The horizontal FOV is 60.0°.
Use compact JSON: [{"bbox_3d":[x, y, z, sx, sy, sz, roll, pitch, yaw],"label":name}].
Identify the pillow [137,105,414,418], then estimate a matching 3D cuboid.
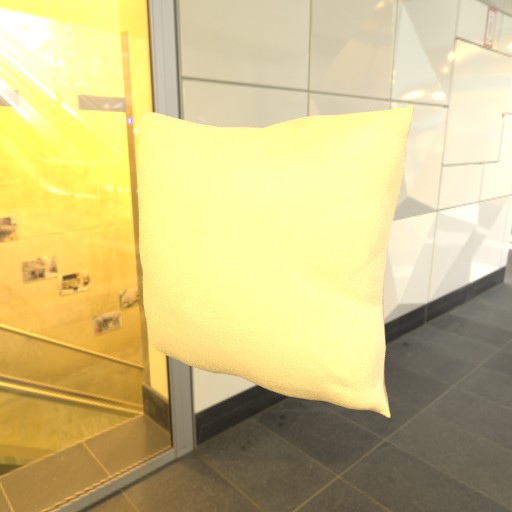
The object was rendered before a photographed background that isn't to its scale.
[{"bbox_3d":[0.000,0.000,0.706,0.450,0.448,0.245,8,16,27],"label":"pillow"}]
